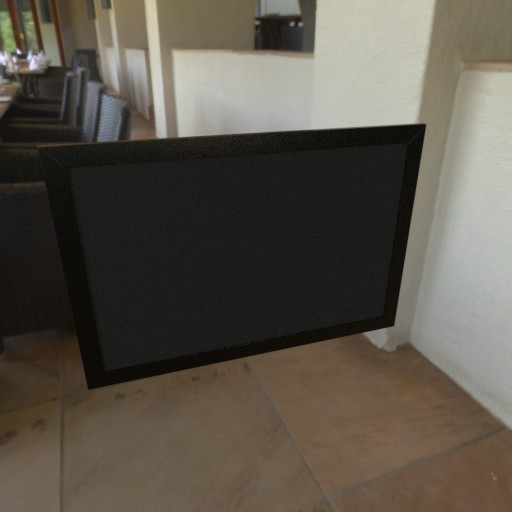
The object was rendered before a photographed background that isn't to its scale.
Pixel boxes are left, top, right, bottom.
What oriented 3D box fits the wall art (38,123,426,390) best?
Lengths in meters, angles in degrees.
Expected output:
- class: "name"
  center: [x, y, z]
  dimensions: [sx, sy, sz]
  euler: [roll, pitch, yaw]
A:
- class: "wall art"
  center: [0.000, 0.000, 0.826]
  dimensions: [0.660, 0.447, 0.013]
  euler: [-8, 26, -17]
